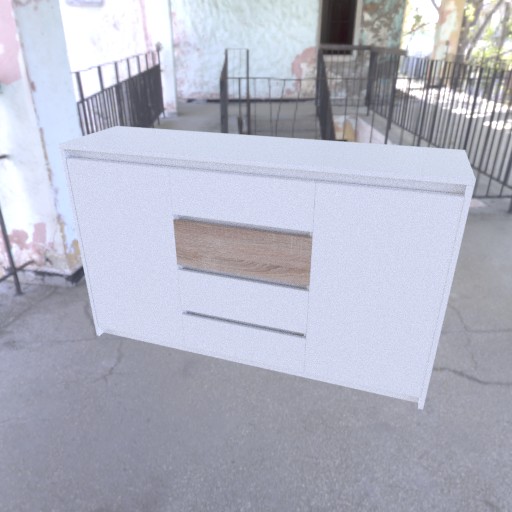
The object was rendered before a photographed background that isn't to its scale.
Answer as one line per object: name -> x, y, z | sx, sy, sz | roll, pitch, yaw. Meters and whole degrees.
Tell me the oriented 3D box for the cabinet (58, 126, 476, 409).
cabinet -> 0.000, 0.000, 1.834 | 1.450, 0.900, 0.380 | 9, 28, 16
